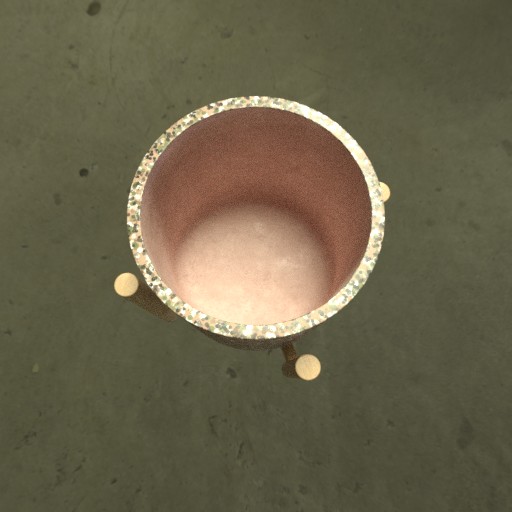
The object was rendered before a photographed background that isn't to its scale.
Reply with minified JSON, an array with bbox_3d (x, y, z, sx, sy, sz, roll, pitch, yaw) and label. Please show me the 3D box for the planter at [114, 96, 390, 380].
[{"bbox_3d":[0.000,0.000,0.536,0.284,0.320,0.284,2,75,0],"label":"planter"}]
